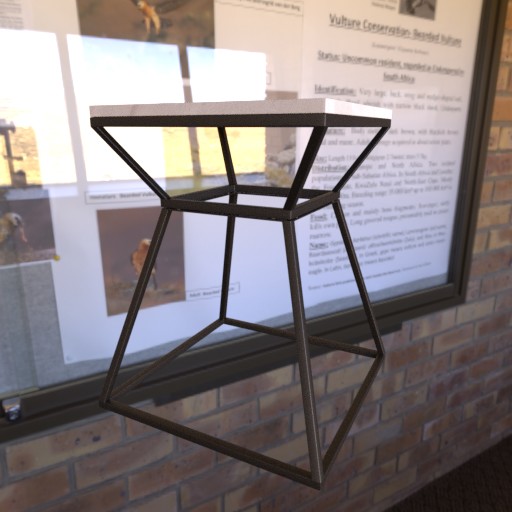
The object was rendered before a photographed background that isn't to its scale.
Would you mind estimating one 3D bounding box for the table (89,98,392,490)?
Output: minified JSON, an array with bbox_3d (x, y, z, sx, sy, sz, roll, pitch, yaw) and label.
[{"bbox_3d":[0.000,0.000,0.881,0.455,0.559,0.455,8,18,26],"label":"table"}]
